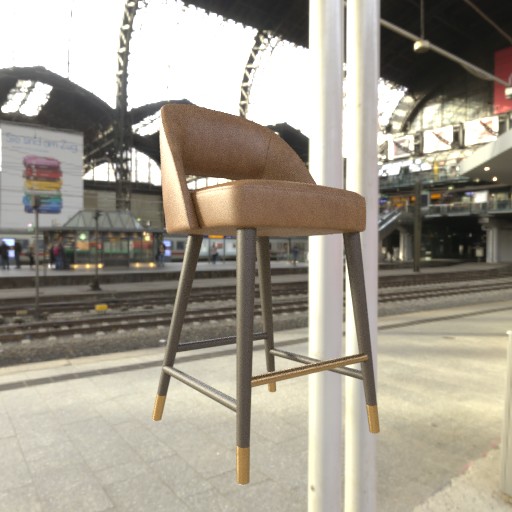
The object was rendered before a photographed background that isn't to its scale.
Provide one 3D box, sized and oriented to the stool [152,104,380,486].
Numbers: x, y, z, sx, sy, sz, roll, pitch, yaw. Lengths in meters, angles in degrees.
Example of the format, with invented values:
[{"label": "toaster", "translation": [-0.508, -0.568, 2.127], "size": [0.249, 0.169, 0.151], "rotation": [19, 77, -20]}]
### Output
[{"label": "stool", "translation": [0.000, 0.000, 1.239], "size": [0.494, 0.940, 0.509], "rotation": [-1, 1, -37]}]
